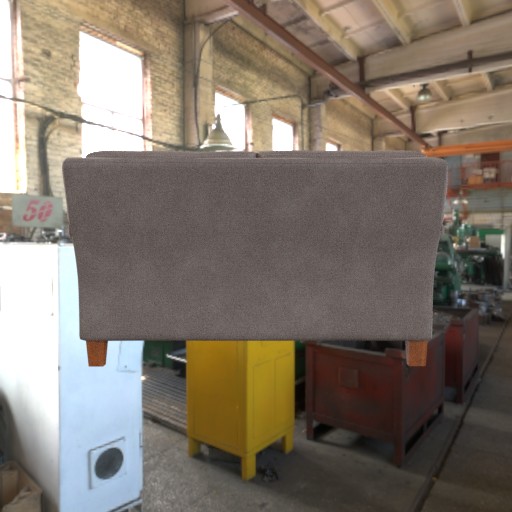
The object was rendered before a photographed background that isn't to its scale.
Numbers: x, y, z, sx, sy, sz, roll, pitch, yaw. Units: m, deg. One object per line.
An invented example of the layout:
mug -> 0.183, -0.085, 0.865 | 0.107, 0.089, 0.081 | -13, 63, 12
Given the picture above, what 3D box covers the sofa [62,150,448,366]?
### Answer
sofa -> 0.000, 0.000, 2.566 | 1.853, 1.101, 1.084 | 0, 2, 0
